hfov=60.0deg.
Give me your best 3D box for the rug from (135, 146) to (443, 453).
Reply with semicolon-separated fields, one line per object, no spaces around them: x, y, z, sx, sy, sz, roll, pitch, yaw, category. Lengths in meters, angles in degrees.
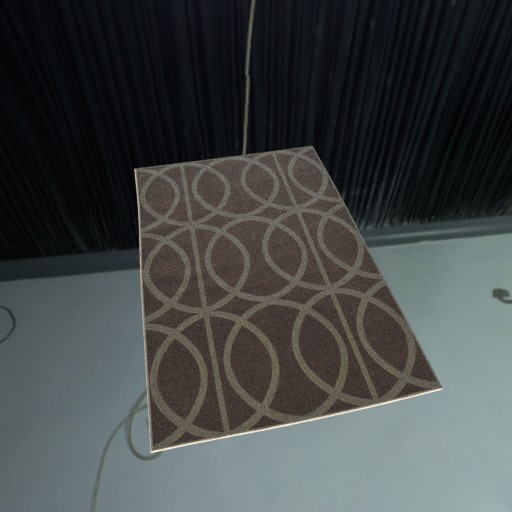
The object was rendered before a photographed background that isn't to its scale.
0.000;0.000;2.963;1.526;0.014;2.290;-9;48;-8;rug
